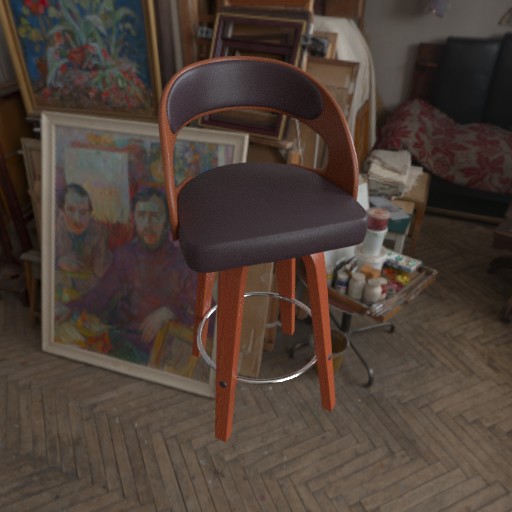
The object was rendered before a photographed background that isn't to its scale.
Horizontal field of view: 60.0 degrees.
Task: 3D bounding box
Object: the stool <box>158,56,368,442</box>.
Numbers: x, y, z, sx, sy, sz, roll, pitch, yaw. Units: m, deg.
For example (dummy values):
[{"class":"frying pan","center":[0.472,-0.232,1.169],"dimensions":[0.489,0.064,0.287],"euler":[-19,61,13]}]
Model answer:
[{"class":"stool","center":[0.000,0.000,1.216],"dimensions":[0.457,0.940,0.457],"euler":[-10,36,-15]}]
